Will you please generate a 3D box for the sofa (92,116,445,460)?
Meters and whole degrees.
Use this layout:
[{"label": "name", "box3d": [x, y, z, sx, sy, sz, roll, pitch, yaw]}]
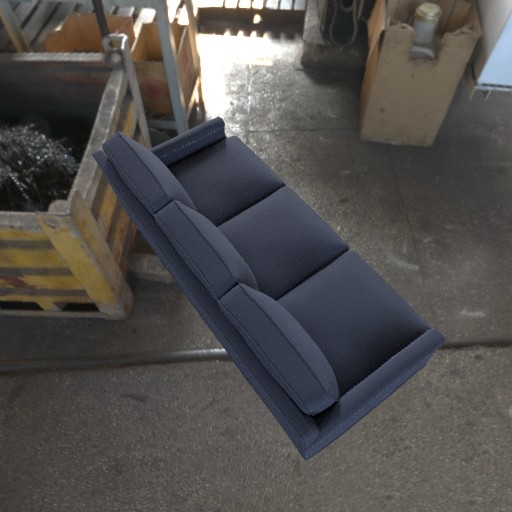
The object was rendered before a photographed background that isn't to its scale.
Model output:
[{"label": "sofa", "box3d": [0.000, 0.000, 2.844, 1.084, 1.003, 2.246, -31, 62, -19]}]
